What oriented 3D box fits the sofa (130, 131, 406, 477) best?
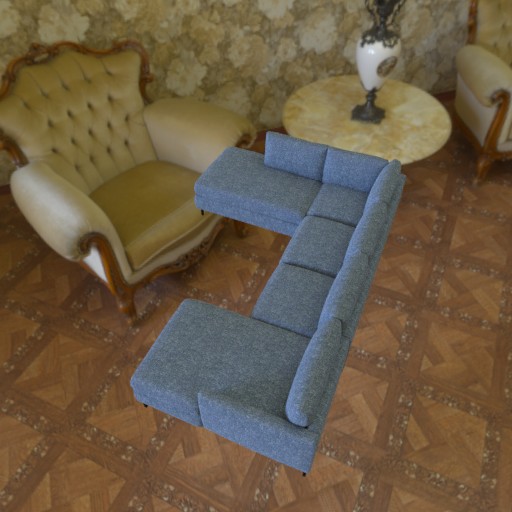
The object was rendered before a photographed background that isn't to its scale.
[{"bbox_3d":[0.000,0.000,3.626,1.879,0.756,2.737,18,49,16],"label":"sofa"}]
